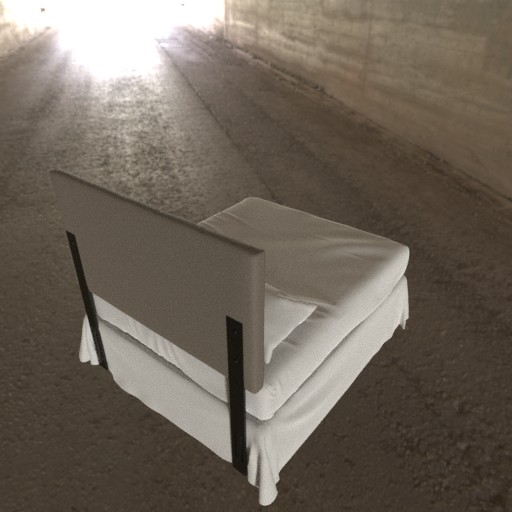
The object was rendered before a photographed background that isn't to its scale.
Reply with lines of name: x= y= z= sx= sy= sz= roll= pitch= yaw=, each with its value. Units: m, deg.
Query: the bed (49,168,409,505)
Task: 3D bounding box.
bed: x=0.000 y=0.000 z=3.353 sx=1.936 sy=1.577 sz=2.222 roll=22 pitch=38 yaw=32
